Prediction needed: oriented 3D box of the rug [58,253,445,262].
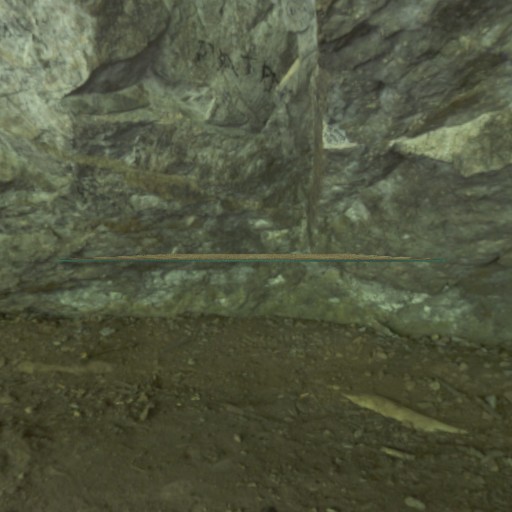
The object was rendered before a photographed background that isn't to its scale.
[{"bbox_3d":[0.000,0.000,2.952,1.520,0.011,2.447,0,1,1],"label":"rug"}]
